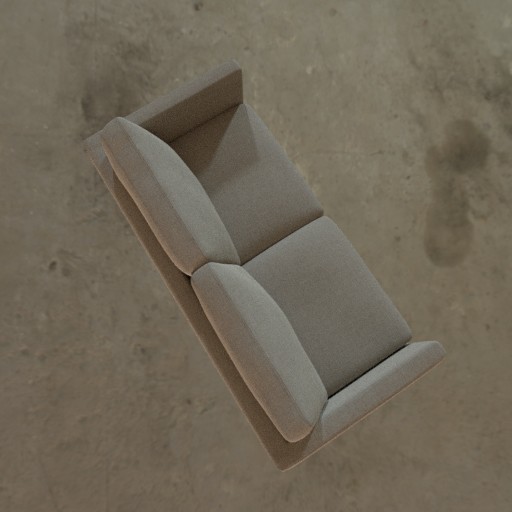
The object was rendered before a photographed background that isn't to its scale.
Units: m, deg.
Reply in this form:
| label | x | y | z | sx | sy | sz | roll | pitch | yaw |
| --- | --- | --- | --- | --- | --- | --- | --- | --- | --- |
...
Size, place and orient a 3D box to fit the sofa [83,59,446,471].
| label | x | y | z | sx | sy | sz | roll | pitch | yaw |
| --- | --- | --- | --- | --- | --- | --- | --- | --- | --- |
| sofa | 0.000 | 0.000 | 2.409 | 0.951 | 0.947 | 1.884 | -32 | 79 | -7 |
